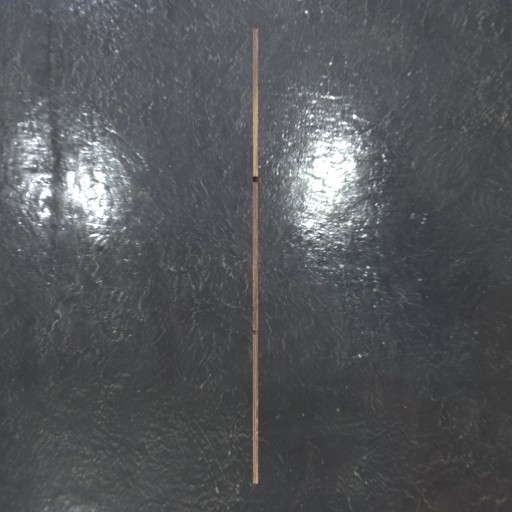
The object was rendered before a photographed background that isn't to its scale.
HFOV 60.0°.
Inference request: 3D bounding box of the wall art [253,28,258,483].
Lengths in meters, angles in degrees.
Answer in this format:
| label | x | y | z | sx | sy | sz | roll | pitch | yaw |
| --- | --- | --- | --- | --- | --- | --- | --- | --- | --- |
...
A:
| label | x | y | z | sx | sy | sz | roll | pitch | yaw |
| --- | --- | --- | --- | --- | --- | --- | --- | --- | --- |
| wall art | 0.000 | 0.000 | 1.789 | 0.013 | 1.213 | 1.215 | 0 | 90 | 0 |
